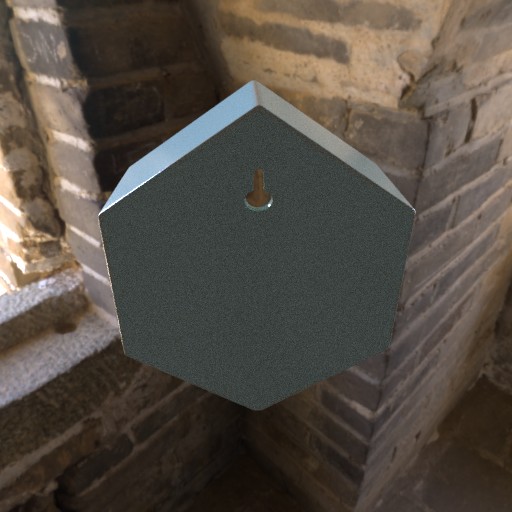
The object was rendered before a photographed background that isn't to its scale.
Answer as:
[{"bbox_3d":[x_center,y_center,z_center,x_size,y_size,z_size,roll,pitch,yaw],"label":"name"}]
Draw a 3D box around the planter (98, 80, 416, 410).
[{"bbox_3d":[0.000,0.000,0.292,0.169,0.207,0.078,-1,30,-2],"label":"planter"}]
